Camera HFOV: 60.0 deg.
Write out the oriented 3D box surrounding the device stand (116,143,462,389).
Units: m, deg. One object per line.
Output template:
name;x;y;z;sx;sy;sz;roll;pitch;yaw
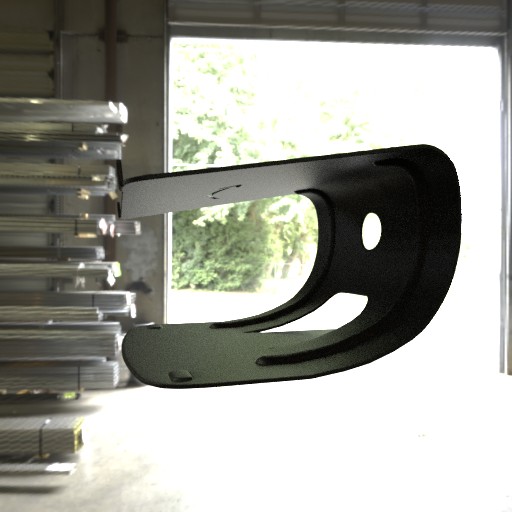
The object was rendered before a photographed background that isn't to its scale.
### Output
device stand;0.000;0.000;0.394;0.236;0.155;0.256;0;0;-17
